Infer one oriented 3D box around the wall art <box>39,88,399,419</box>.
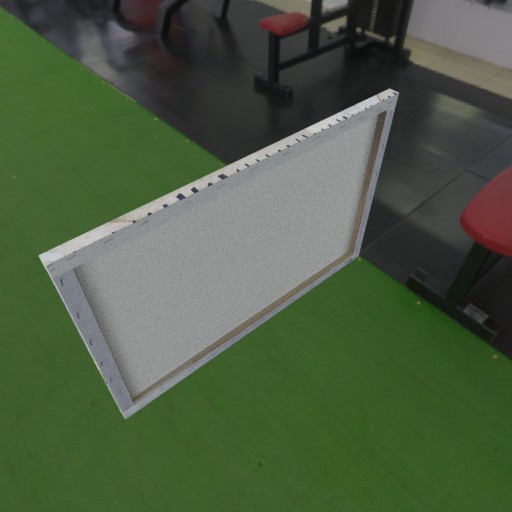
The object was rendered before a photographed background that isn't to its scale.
[{"bbox_3d":[0.000,0.000,1.435,1.143,0.757,0.038,-31,54,-26],"label":"wall art"}]
